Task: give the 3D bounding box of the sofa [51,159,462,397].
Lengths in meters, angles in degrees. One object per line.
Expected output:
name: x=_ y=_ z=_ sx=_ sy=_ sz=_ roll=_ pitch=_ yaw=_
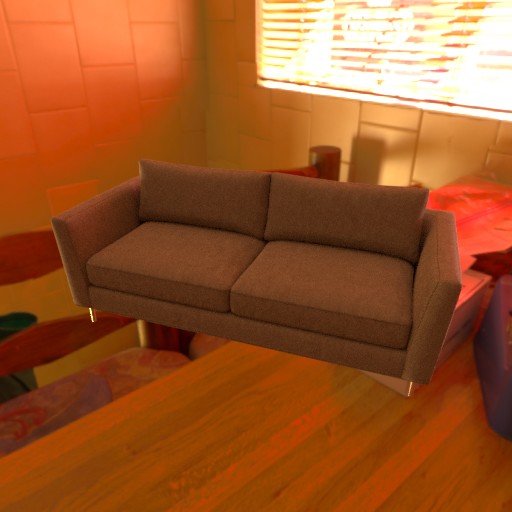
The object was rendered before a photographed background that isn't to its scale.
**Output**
sofa: x=0.000 y=0.000 z=2.606 sx=2.121 sy=0.864 sz=0.889 roll=9 pitch=29 yaw=17
